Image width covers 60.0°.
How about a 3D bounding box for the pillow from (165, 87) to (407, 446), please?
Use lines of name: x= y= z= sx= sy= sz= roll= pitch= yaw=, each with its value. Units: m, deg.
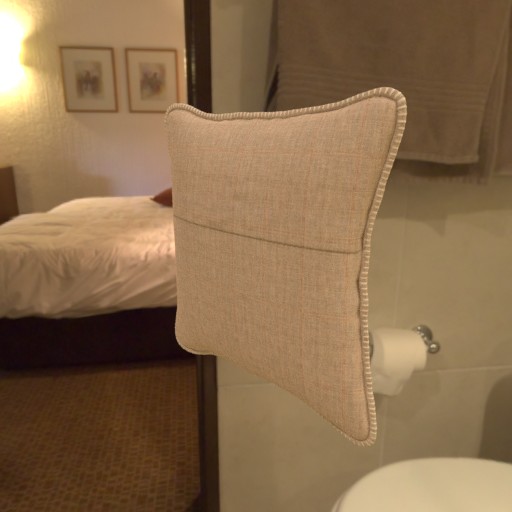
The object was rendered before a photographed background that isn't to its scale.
pillow: x=0.000 y=0.000 z=0.730 sx=0.485 sy=0.494 sz=0.124 roll=15 pitch=22 yaw=43
